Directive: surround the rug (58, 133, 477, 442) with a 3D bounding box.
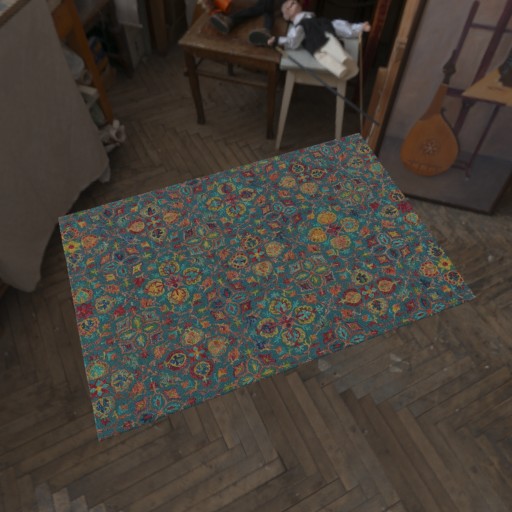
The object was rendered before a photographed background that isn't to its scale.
[{"bbox_3d":[0.000,0.000,2.278,1.836,0.014,1.216,-18,60,-11],"label":"rug"}]
